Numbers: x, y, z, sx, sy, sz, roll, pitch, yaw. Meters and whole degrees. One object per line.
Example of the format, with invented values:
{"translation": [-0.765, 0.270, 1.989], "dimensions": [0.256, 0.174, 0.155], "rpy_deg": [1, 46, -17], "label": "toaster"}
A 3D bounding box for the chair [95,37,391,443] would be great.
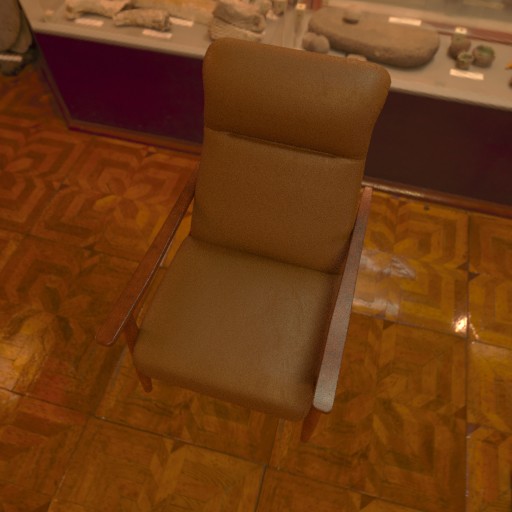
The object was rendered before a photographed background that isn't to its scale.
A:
{"translation": [0.000, 0.000, 1.664], "dimensions": [0.762, 1.082, 1.014], "rpy_deg": [14, 58, 9], "label": "chair"}
